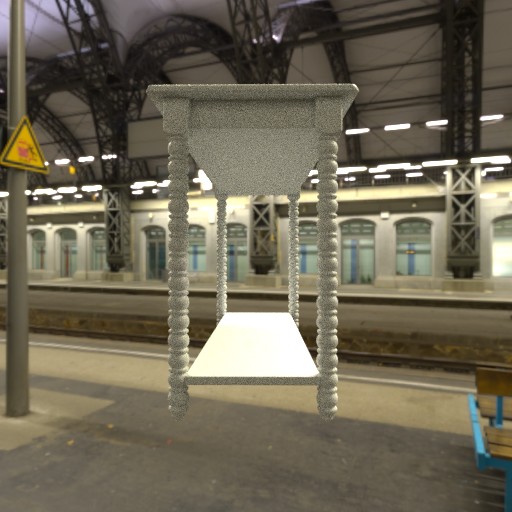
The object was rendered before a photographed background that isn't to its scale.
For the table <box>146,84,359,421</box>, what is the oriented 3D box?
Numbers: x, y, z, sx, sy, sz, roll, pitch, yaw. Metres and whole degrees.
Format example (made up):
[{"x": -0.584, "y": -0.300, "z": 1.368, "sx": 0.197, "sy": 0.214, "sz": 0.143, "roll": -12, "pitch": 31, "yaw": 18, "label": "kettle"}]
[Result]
[{"x": 0.000, "y": 0.000, "z": 1.538, "sx": 0.459, "sy": 0.740, "sz": 1.184, "roll": 0, "pitch": 0, "yaw": 1, "label": "table"}]
